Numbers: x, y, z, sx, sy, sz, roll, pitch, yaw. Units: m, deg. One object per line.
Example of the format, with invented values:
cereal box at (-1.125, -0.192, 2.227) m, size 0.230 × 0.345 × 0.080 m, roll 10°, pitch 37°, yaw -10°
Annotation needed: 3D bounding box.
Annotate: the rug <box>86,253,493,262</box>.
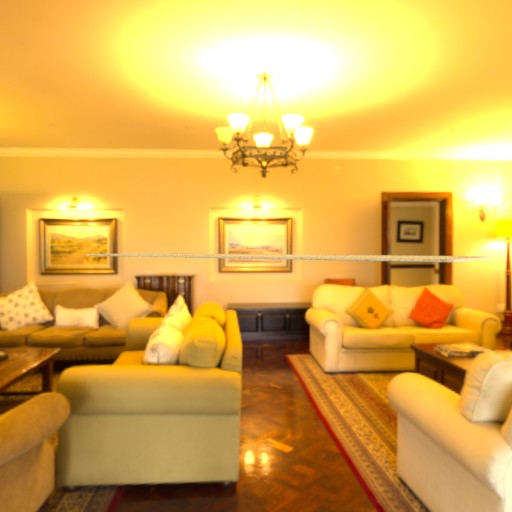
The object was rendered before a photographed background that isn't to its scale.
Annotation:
rug at (0.000, 0.000, 2.701) m, size 2.452 × 0.012 × 0.775 m, roll 1°, pitch 1°, yaw 38°
